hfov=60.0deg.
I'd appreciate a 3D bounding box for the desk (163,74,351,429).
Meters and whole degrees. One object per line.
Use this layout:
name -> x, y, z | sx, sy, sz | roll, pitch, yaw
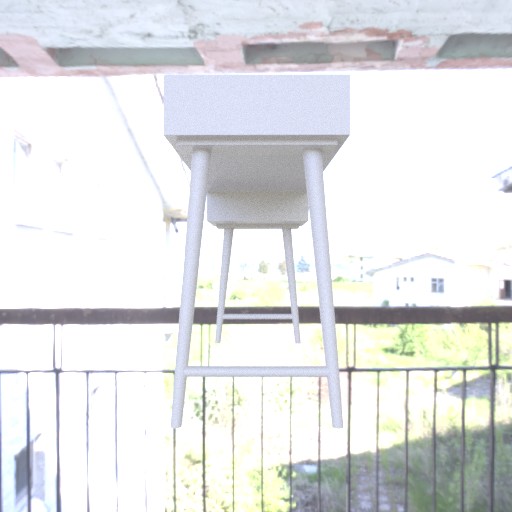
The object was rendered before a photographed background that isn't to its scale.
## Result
desk -> 0.000, 0.000, 1.473 | 0.409, 0.761, 1.069 | 0, -1, 0
